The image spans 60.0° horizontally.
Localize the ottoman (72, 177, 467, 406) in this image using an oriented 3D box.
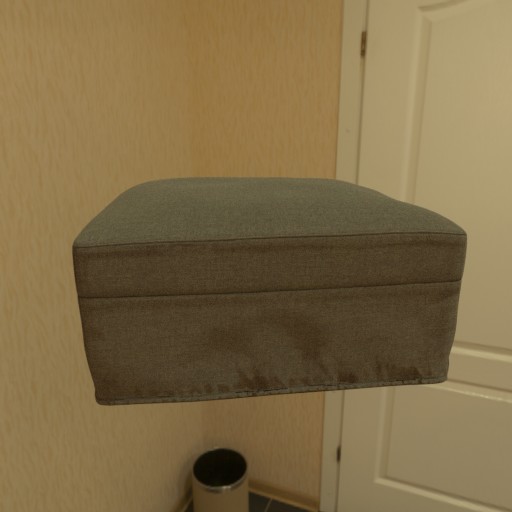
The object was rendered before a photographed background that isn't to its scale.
[{"bbox_3d":[0.000,0.000,1.323,0.840,0.436,0.843,-2,16,-7],"label":"ottoman"}]
